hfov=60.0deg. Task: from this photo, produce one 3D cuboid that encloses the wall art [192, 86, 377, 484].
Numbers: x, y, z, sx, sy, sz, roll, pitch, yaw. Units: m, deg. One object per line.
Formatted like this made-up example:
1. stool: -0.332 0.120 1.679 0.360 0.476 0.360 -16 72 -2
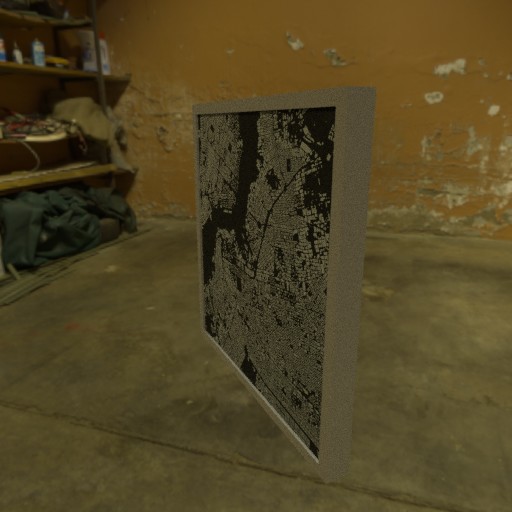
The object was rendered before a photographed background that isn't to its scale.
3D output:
1. wall art: 0.000 0.000 0.755 0.038 0.506 0.506 -8 18 -25
